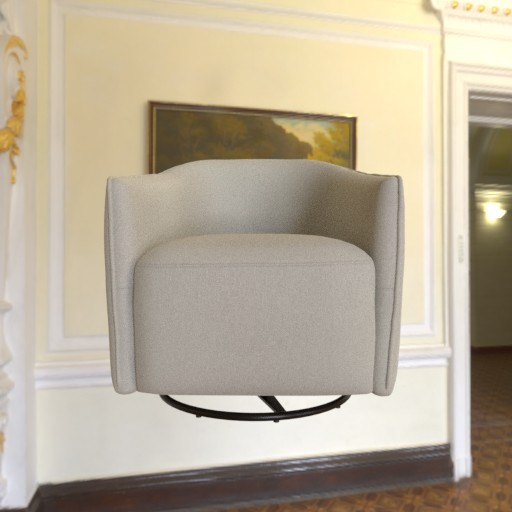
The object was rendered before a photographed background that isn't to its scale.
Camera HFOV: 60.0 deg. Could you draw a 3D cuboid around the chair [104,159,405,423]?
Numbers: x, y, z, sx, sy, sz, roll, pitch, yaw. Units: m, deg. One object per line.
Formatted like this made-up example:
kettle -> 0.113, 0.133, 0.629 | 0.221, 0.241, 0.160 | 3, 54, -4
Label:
chair -> 0.000, 0.000, 1.431 | 0.747, 0.799, 0.875 | 0, 0, 1
